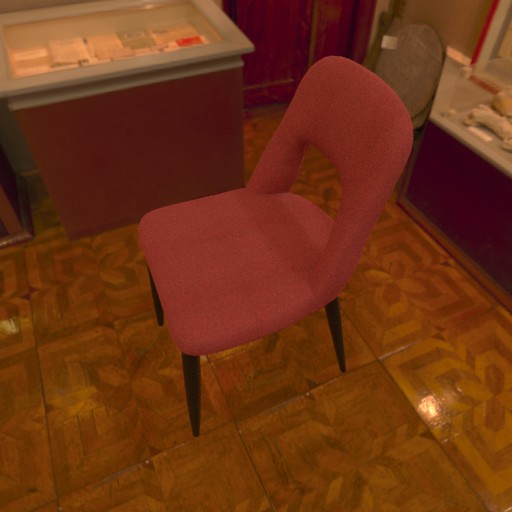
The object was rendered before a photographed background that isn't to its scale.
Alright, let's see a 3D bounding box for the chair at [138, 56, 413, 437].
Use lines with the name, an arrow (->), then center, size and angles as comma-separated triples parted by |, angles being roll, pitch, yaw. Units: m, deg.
chair -> 0.000, 0.000, 1.174 | 0.569, 0.892, 0.483 | -17, 49, -15
